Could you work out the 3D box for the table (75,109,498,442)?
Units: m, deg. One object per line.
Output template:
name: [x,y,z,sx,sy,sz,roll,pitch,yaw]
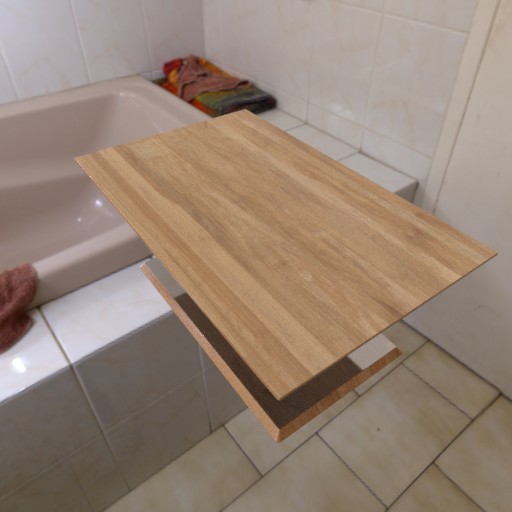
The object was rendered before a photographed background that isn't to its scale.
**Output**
table: [0.000,0.000,1.429,0.692,0.441,1.100,-25,47,-26]
